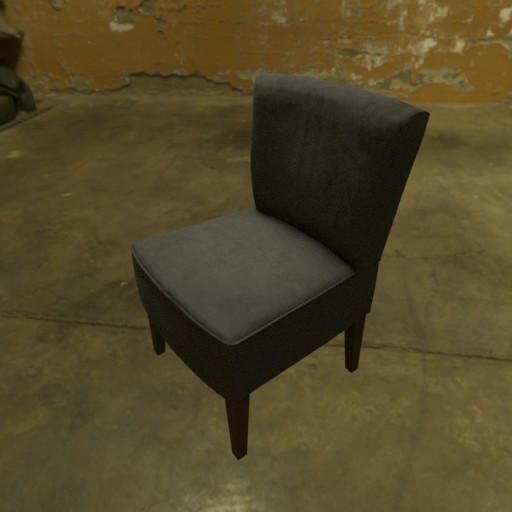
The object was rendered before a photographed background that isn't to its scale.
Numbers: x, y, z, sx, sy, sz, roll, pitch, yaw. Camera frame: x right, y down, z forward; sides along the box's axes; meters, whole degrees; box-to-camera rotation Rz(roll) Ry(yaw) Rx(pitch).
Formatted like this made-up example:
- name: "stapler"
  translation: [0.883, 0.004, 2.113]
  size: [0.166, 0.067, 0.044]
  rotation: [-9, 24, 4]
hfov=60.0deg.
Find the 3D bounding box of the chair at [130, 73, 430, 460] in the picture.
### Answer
- name: "chair"
  translation: [0.000, 0.000, 1.171]
  size: [0.554, 0.806, 0.521]
  rotation: [-22, 39, -30]
